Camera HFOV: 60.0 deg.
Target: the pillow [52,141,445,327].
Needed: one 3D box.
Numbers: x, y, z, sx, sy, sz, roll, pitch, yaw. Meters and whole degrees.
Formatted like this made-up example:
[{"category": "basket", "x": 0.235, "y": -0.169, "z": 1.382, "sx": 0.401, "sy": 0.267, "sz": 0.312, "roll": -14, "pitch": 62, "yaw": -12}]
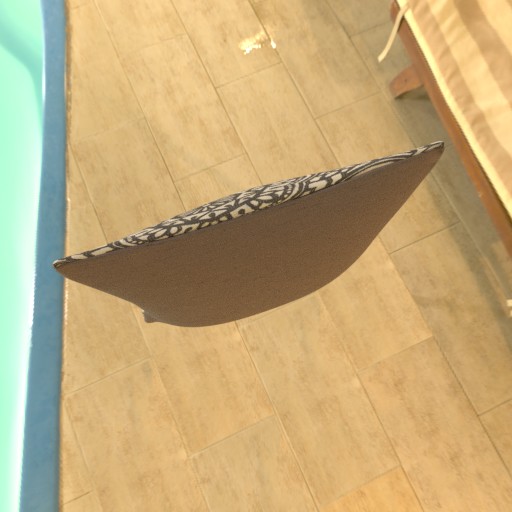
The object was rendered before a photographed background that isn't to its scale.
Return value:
[{"category": "pillow", "x": 0.000, "y": 0.000, "z": 0.654, "sx": 0.436, "sy": 0.417, "sz": 0.148, "roll": -18, "pitch": 76, "yaw": -5}]
